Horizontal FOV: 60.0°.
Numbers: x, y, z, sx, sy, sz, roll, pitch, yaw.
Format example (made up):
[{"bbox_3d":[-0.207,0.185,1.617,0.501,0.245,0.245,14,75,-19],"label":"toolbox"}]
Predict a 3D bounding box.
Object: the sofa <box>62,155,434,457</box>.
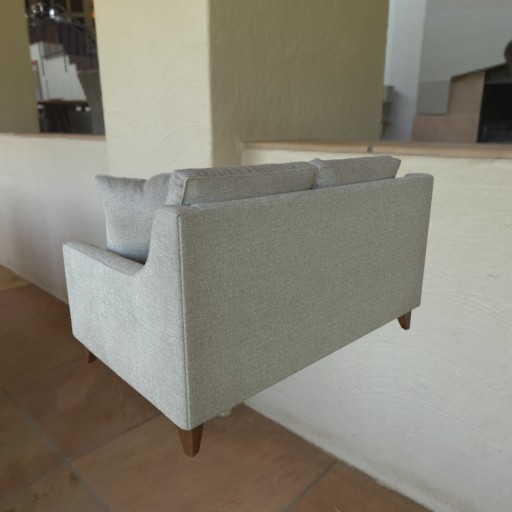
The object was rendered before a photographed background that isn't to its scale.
[{"bbox_3d":[0.000,0.000,1.983,1.422,0.863,0.915,-14,21,-41],"label":"sofa"}]
